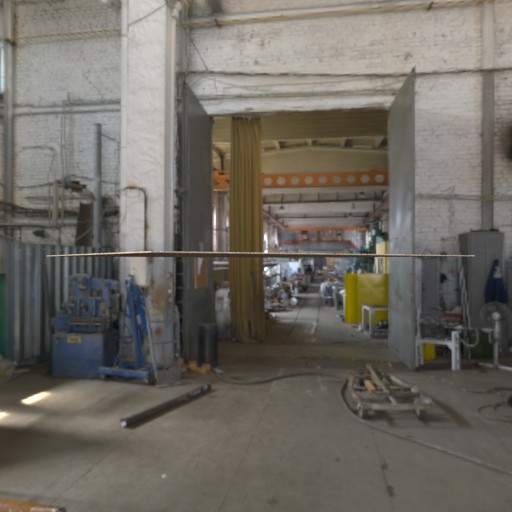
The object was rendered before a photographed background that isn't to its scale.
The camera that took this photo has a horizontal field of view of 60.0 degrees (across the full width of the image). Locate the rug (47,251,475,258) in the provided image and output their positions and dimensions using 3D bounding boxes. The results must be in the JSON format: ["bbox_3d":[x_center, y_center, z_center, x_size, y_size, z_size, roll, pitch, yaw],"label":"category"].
[{"bbox_3d":[0.000,0.000,4.038,3.046,0.008,2.442,0,-1,-36],"label":"rug"}]
